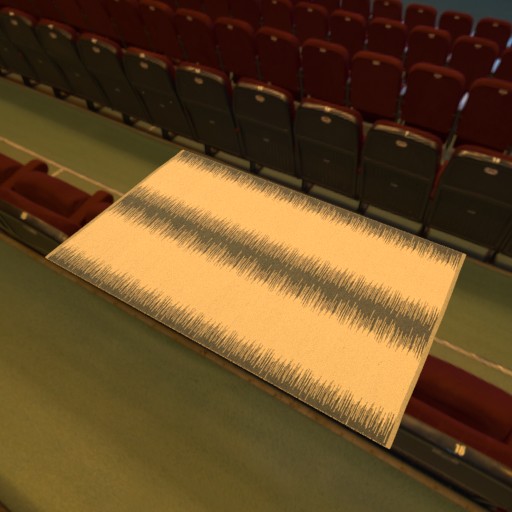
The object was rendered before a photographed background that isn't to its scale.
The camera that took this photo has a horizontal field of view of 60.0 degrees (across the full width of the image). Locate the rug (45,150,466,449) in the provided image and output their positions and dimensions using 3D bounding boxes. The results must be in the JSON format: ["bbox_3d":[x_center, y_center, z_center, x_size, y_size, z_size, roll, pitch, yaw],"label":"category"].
[{"bbox_3d":[0.000,0.000,3.023,2.453,0.003,1.519,24,51,21],"label":"rug"}]
